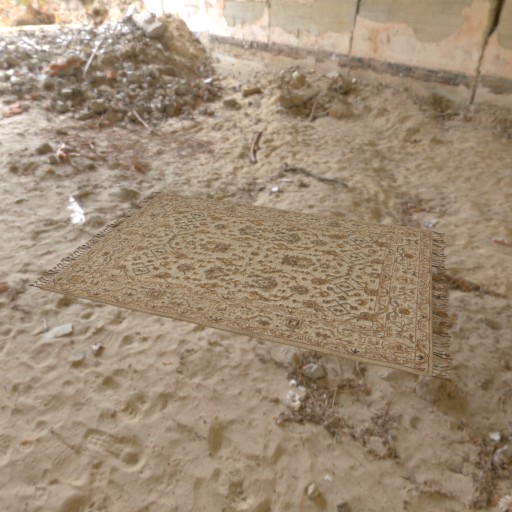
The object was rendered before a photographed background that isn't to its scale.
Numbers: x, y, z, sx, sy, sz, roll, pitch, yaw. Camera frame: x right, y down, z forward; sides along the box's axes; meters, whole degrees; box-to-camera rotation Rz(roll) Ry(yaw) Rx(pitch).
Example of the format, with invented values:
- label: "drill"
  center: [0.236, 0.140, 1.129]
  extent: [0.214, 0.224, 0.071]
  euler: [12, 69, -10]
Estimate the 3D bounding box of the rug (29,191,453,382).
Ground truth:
- label: "rug"
  center: [0.000, 0.000, 2.986]
  extent: [2.434, 0.027, 1.529]
  euler: [10, 33, 16]
